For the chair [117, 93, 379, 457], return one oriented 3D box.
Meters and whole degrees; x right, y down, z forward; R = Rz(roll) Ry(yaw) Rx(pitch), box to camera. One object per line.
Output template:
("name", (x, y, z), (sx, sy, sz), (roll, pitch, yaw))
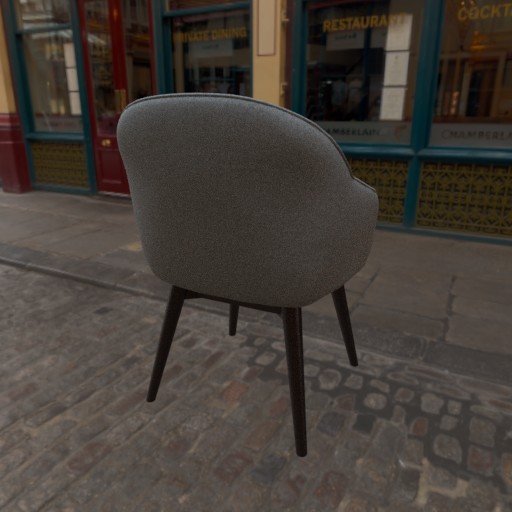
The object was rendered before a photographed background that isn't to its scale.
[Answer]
("chair", (0.000, 0.000, 1.218), (0.589, 0.810, 0.611), (9, 19, 26))
